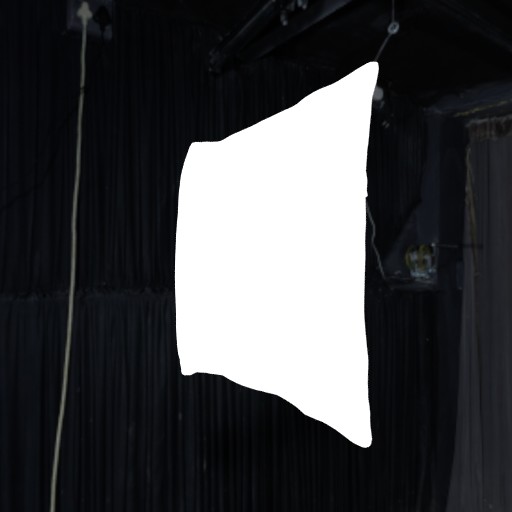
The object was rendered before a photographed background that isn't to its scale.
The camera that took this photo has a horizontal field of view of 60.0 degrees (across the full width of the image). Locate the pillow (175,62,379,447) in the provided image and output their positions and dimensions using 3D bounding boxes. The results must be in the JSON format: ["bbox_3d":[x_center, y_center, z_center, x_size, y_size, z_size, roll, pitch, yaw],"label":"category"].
[{"bbox_3d":[0.000,0.000,0.665,0.173,0.436,0.433,1,-1,-37],"label":"pillow"}]
